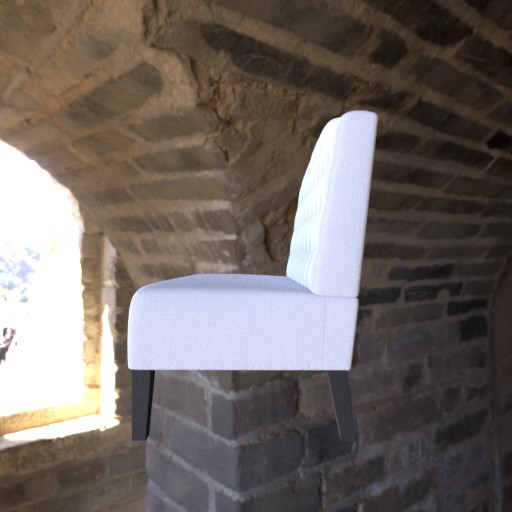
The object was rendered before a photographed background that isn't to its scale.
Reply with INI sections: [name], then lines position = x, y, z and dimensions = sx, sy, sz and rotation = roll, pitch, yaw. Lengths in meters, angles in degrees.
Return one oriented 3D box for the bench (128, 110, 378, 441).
[bench]
position = 0.000, 0.000, 2.047
dimensions = 0.815, 1.180, 1.335
rotation = 0, -1, 0
